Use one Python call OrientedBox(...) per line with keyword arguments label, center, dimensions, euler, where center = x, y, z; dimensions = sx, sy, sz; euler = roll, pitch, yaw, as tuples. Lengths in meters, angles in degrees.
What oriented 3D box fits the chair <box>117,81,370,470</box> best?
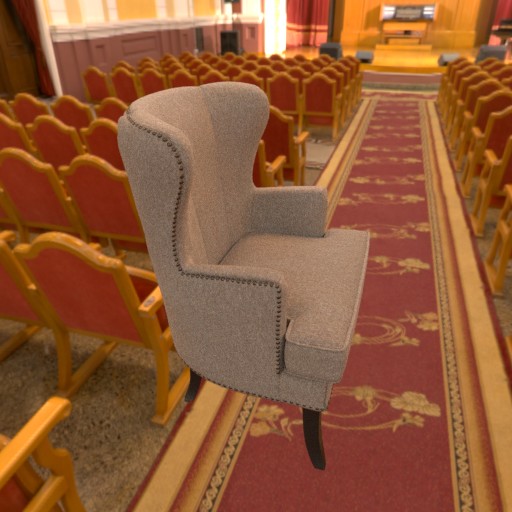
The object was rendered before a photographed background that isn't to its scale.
OrientedBox(label="chair", center=(0.000, 0.000, 1.568), dimensions=(0.758, 1.060, 0.759), euler=(9, 31, 15))
